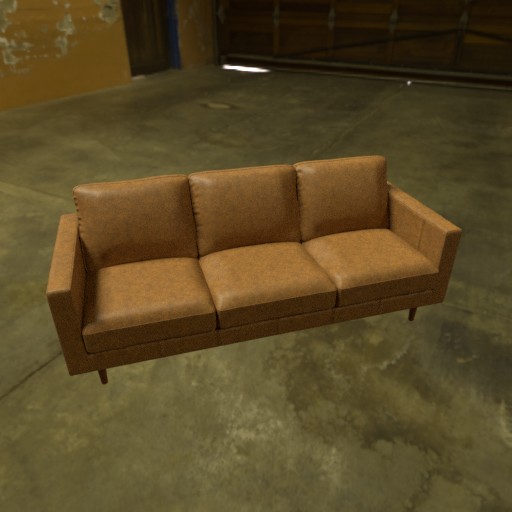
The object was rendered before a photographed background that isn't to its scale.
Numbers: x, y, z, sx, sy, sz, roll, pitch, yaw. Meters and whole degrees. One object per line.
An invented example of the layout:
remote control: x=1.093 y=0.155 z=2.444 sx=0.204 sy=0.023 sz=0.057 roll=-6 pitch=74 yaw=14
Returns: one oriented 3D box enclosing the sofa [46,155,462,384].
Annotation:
sofa: x=0.000 y=0.000 z=2.723 sx=2.231 sy=0.930 sz=0.903 roll=-9 pitch=31 yaw=-14
